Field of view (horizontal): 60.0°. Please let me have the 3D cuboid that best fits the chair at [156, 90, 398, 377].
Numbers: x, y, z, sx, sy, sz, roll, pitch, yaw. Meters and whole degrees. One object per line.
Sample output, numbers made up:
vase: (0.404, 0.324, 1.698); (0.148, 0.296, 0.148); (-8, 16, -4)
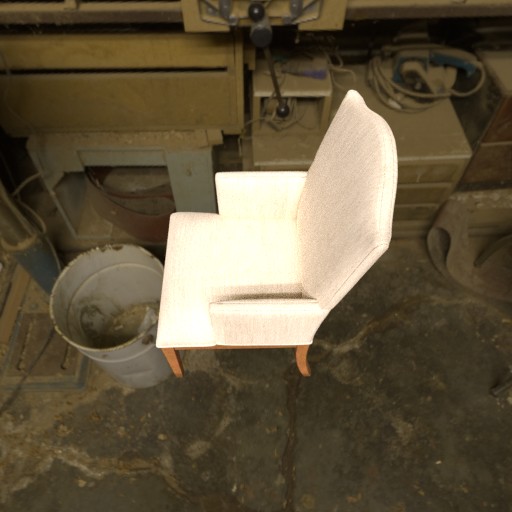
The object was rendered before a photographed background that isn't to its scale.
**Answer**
chair: (0.000, 0.000, 1.436); (0.641, 1.016, 0.533); (-1, 58, 0)
